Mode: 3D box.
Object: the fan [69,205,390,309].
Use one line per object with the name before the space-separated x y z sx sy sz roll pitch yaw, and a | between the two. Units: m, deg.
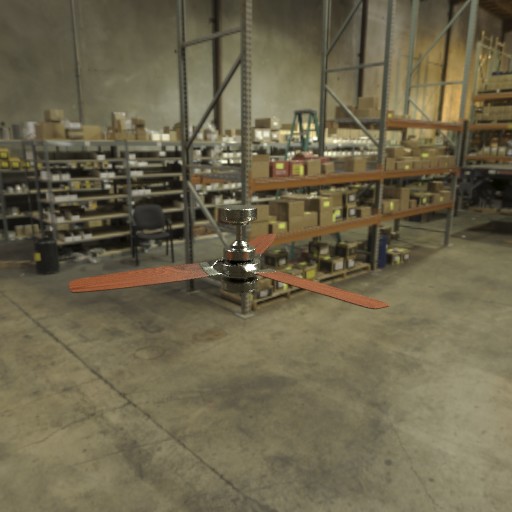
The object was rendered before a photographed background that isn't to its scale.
fan | 0.000 0.000 2.025 1.416 0.410 1.271 -13 20 -42
